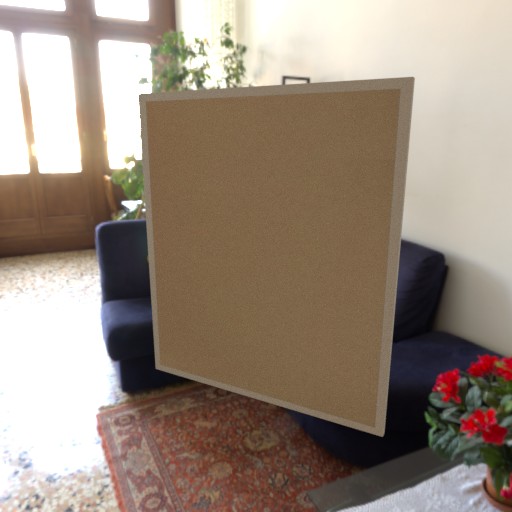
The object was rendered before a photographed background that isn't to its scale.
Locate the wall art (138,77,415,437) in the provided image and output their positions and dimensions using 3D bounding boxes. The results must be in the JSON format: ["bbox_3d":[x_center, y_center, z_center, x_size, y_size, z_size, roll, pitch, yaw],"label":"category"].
[{"bbox_3d":[0.000,0.000,0.776,0.482,0.557,0.012,8,17,27],"label":"wall art"}]
